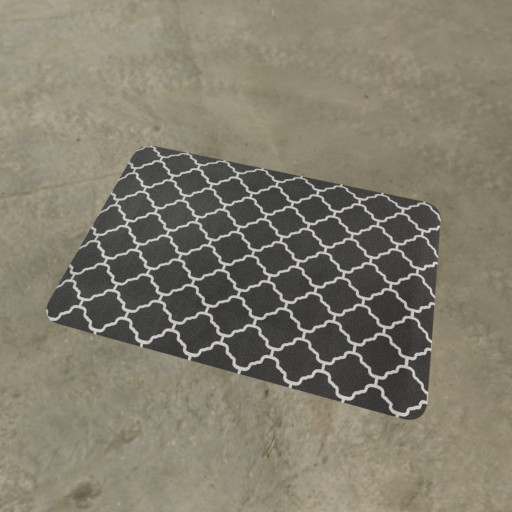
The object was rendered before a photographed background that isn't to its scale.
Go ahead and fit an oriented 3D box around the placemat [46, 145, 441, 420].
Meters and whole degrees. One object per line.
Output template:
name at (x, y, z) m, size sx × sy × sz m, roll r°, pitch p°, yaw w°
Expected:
placemat at (0.000, 0.000, 0.957) m, size 0.762 × 0.021 × 0.508 m, roll 13°, pitch 59°, yaw 8°
